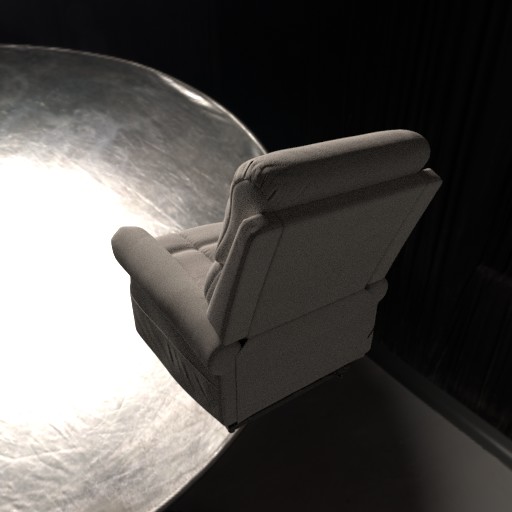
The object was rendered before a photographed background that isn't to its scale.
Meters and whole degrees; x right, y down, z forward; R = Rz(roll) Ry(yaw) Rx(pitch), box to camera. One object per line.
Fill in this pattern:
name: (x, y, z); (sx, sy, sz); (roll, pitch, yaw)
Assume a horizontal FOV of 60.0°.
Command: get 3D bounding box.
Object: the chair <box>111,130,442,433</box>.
chair: (0.000, 0.000, 1.666); (0.871, 1.031, 0.979); (-18, 34, -29)
